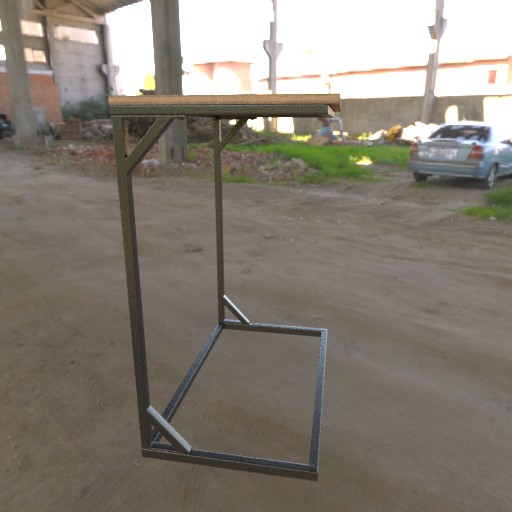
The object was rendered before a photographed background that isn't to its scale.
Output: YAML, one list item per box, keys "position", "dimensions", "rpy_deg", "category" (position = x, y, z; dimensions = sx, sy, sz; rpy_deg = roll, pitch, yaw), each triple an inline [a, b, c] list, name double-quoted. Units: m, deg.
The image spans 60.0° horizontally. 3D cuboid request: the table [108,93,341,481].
- position: [0.000, 0.000, 1.027]
  dimensions: [0.351, 0.673, 0.597]
  rpy_deg: [3, 17, 10]
  category: "table"
